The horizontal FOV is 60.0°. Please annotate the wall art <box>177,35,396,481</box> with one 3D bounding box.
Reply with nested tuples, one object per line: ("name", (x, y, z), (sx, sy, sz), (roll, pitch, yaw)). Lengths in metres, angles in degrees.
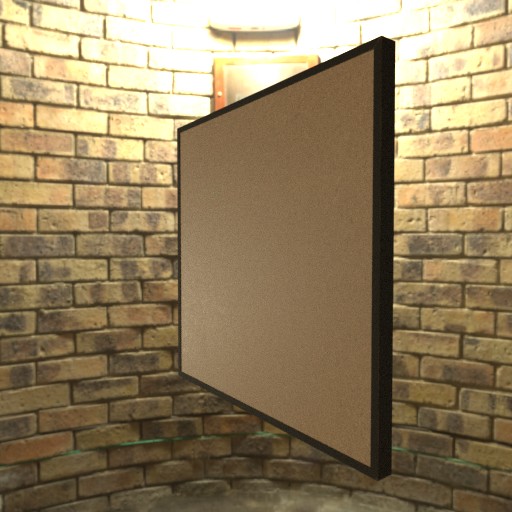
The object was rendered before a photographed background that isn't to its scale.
("wall art", (0.000, 0.000, 1.073), (0.038, 0.762, 0.762), (-1, 2, -36))
